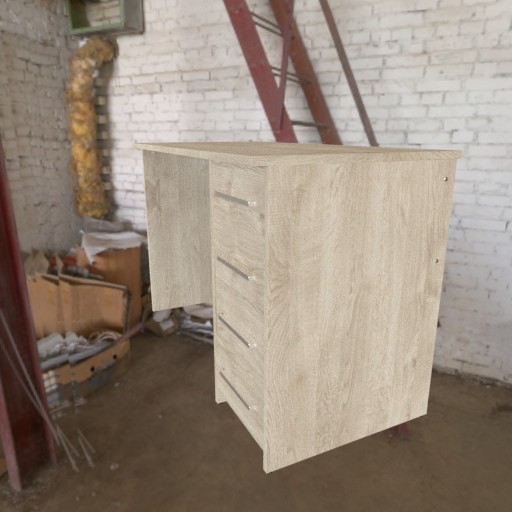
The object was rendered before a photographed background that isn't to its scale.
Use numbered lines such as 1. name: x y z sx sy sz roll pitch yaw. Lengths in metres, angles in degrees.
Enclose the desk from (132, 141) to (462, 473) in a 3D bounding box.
1. desk: 0.000 0.000 1.512 0.560 0.730 1.096 -8 17 -25
